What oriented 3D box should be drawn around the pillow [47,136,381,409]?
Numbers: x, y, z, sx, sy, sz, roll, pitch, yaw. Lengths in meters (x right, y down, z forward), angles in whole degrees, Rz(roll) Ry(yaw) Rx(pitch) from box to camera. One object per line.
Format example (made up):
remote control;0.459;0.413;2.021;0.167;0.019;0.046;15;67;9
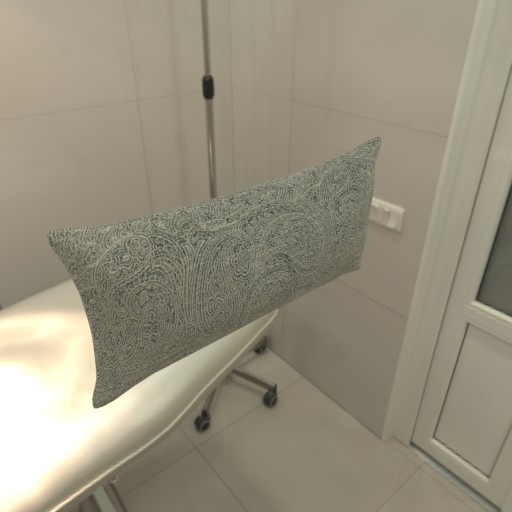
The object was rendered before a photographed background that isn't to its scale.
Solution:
pillow;0.000;0.000;0.745;0.615;0.295;0.151;-23;38;-33
